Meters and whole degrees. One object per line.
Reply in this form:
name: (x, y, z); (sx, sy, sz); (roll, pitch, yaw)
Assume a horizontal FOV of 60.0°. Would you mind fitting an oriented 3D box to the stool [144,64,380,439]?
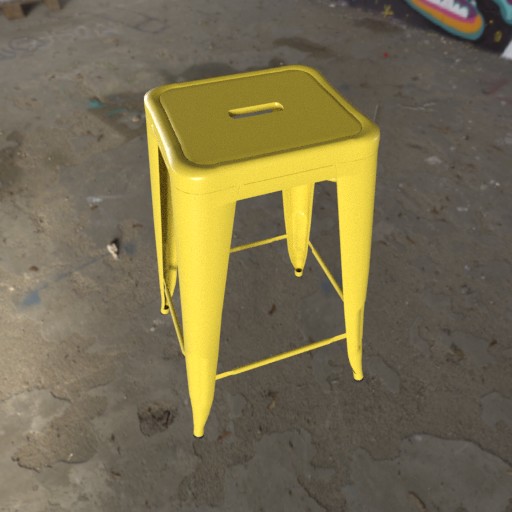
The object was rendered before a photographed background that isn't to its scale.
stool: (0.000, 0.000, 0.855); (0.399, 0.609, 0.359); (-15, 48, -14)
